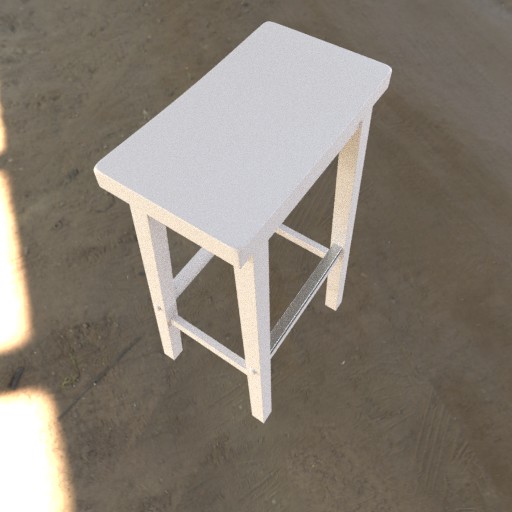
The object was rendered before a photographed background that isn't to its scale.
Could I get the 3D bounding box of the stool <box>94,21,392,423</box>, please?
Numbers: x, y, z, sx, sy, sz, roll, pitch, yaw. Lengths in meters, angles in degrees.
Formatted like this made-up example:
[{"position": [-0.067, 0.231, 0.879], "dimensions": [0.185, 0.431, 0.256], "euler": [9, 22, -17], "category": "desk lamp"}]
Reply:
[{"position": [0.000, 0.000, 0.928], "dimensions": [0.322, 0.742, 0.406], "euler": [30, 62, 18], "category": "stool"}]
